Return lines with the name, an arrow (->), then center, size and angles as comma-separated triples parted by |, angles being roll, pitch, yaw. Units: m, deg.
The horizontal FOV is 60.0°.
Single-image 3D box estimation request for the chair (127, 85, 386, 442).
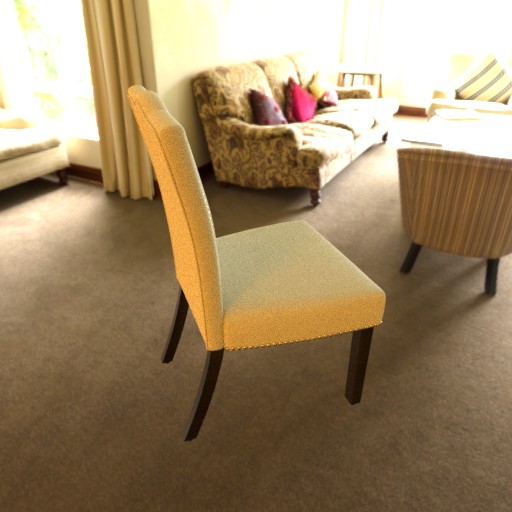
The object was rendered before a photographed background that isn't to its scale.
chair -> 0.000, 0.000, 1.299 | 0.589, 0.946, 0.518 | -11, 31, -18
